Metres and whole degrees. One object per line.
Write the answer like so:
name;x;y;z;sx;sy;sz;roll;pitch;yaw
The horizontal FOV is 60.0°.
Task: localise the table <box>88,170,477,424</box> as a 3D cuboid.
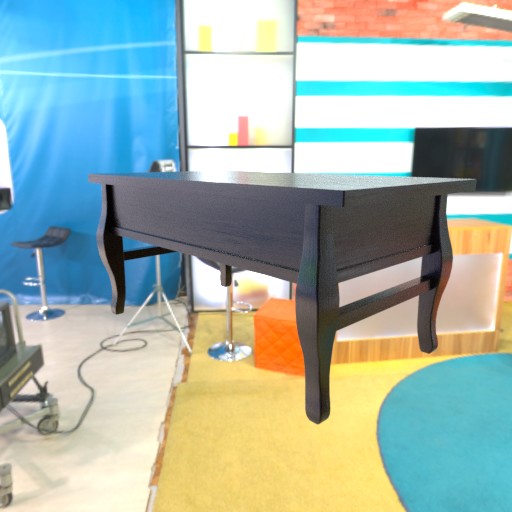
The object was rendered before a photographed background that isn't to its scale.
table;0.000;0.000;1.392;0.600;0.494;1.062;-12;17;-42
